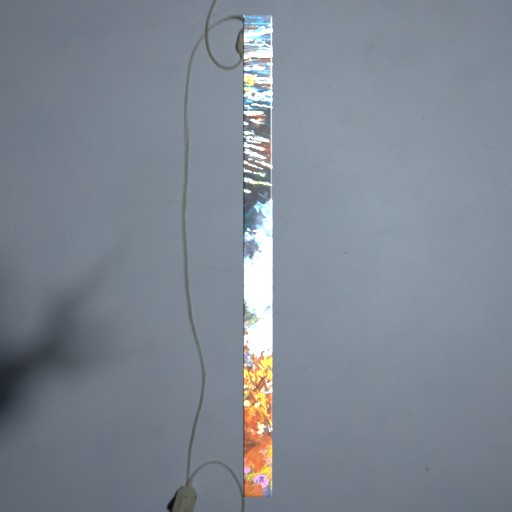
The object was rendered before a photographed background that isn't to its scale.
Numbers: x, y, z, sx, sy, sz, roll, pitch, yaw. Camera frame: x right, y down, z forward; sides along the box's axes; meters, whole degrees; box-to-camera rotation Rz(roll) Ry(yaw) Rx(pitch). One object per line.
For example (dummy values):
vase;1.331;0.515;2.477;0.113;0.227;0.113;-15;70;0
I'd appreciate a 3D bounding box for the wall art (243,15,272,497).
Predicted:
wall art;0.000;0.000;0.764;0.037;0.406;0.610;0;90;-1
